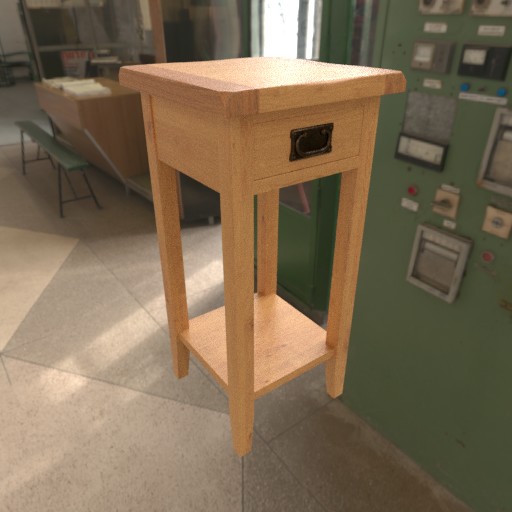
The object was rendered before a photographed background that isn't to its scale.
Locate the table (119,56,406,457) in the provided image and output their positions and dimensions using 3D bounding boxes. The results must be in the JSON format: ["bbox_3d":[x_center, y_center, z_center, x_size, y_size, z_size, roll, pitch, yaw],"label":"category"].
[{"bbox_3d":[0.000,0.000,0.946,0.360,0.740,0.360,-19,34,-31],"label":"table"}]
